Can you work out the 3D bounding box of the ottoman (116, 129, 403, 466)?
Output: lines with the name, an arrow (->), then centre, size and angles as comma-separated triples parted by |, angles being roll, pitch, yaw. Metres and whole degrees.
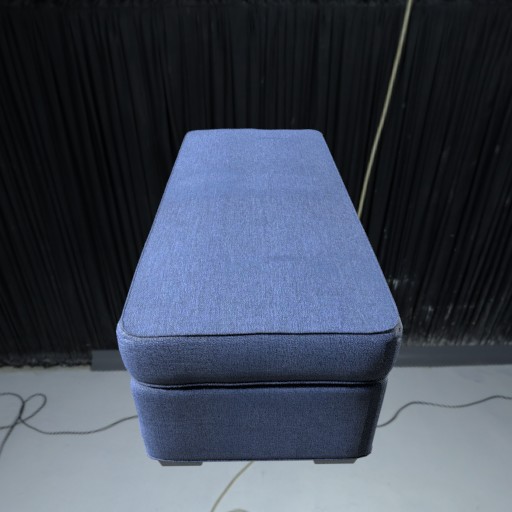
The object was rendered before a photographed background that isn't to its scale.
ottoman -> 0.000, 0.000, 1.312 | 0.515, 0.460, 1.110 | 0, 33, -1
